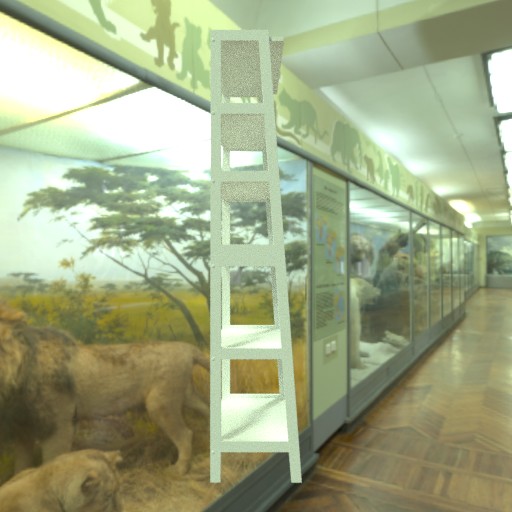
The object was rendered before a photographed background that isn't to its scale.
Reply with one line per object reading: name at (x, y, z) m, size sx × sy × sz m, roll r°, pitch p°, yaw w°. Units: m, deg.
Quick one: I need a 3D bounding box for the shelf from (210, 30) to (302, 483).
shelf at (0.000, 0.000, 2.179) m, size 0.381 × 1.892 × 0.660 m, roll 0°, pitch 0°, yaw 0°
